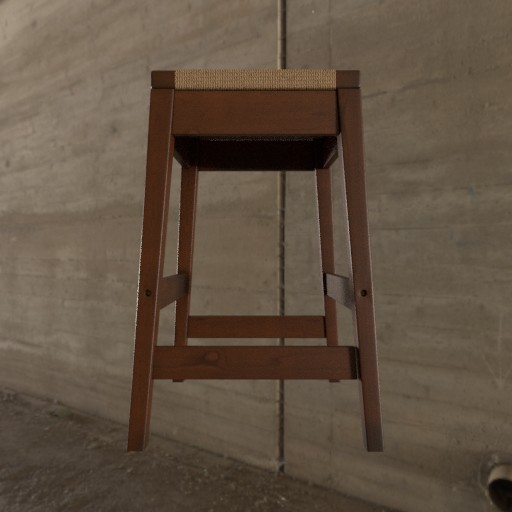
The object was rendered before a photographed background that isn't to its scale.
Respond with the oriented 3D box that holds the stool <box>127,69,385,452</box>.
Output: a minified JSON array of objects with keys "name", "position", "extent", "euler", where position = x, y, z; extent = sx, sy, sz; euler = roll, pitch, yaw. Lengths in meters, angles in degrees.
[{"name":"stool","position":[0.000,0.000,1.113],"extent":[0.507,0.762,0.497],"euler":[0,0,0]}]
